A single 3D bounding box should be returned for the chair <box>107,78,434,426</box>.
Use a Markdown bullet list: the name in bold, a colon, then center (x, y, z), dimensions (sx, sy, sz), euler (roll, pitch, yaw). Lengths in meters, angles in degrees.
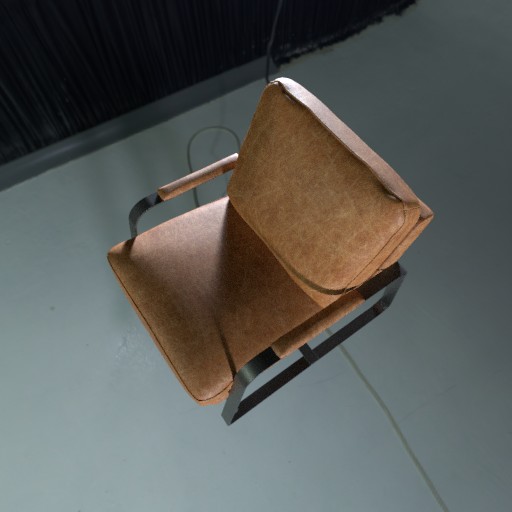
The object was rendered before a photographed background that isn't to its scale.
- **chair**: center (0.000, 0.000, 1.397), dimensions (0.801, 0.777, 0.651), euler (-32, 67, -15)
